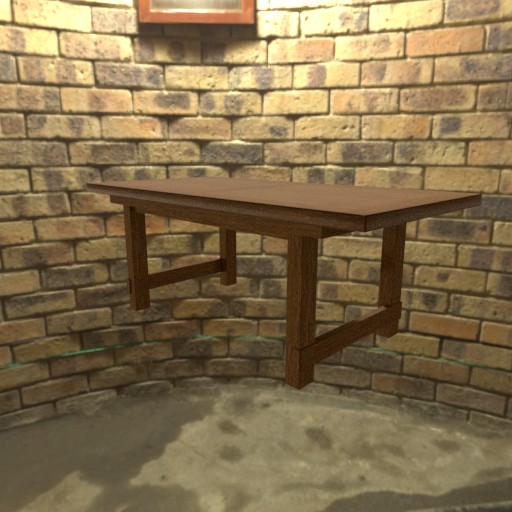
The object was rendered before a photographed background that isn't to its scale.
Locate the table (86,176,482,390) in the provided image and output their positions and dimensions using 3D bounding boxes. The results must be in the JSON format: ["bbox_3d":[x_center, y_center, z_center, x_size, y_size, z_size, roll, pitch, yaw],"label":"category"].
[{"bbox_3d":[0.000,0.000,2.490,1.000,0.762,1.982,-13,19,-43],"label":"table"}]
